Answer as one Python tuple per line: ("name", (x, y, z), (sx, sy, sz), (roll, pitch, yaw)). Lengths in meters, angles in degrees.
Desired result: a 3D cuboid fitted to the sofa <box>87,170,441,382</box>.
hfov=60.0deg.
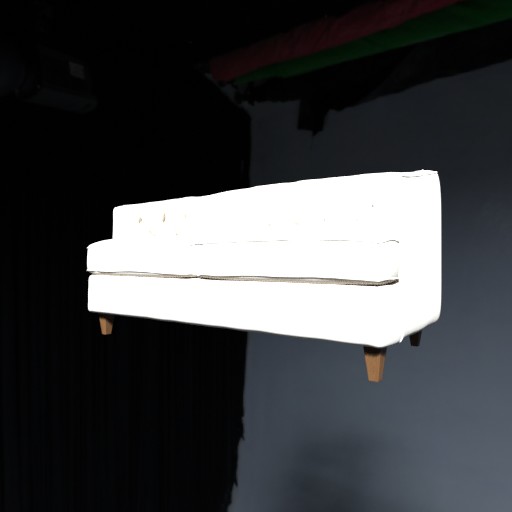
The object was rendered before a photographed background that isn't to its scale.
("sofa", (0.000, 0.000, 2.312), (1.731, 0.878, 0.940), (0, 0, 37))
